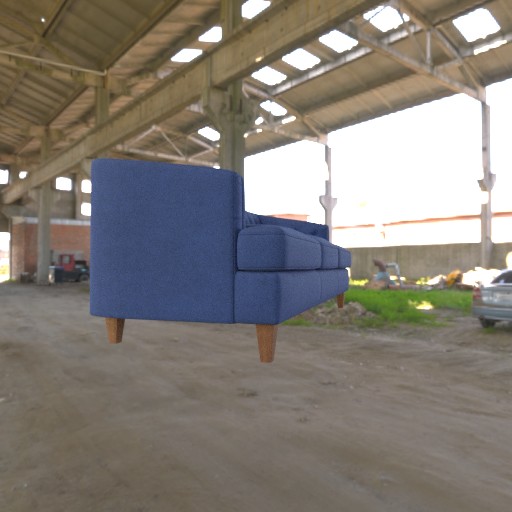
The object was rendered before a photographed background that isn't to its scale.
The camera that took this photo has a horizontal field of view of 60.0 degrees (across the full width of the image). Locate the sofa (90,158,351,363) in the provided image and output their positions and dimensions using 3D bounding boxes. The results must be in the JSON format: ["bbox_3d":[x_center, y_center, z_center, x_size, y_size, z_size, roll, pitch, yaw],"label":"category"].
[{"bbox_3d":[0.000,0.000,2.663,0.914,0.787,2.235,0,-1,18],"label":"sofa"}]
